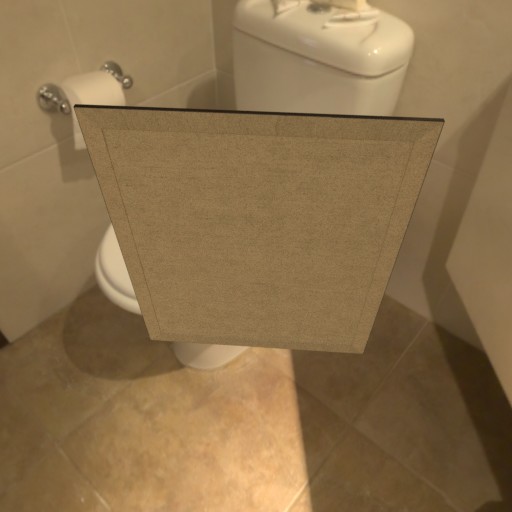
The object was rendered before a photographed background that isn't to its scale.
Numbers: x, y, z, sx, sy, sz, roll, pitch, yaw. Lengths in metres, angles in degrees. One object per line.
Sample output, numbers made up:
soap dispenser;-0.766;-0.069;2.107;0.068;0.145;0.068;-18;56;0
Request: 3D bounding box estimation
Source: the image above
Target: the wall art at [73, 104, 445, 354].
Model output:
wall art;0.000;0.000;0.629;0.381;0.457;0.023;3;48;3
